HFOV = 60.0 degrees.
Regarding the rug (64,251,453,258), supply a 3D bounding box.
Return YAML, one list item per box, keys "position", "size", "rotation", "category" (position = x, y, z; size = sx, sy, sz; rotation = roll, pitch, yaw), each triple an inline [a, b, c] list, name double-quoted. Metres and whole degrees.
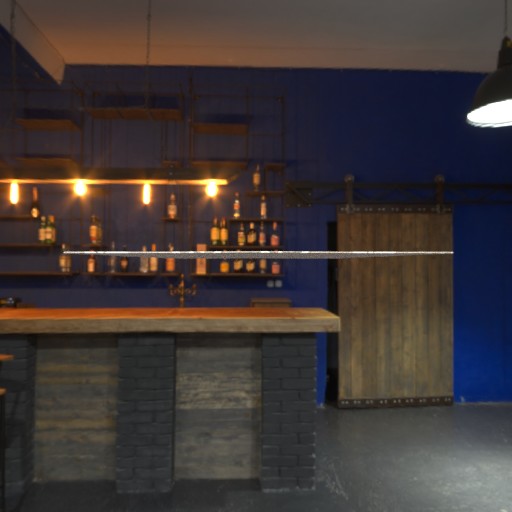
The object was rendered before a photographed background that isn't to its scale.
- position: [0.000, 0.000, 2.771]
  size: [1.524, 0.013, 2.135]
  rotation: [0, -1, -1]
  category: "rug"
